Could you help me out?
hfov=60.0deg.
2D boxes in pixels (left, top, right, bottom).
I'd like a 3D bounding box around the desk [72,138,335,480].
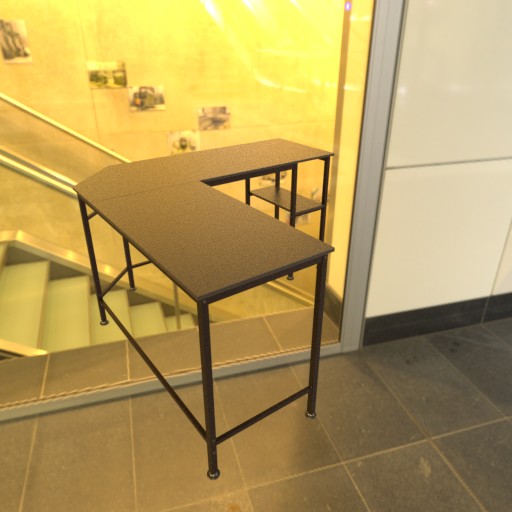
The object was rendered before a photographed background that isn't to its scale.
[{"bbox_3d":[0.000,0.000,2.181,1.379,0.739,1.379,-18,32,-32],"label":"desk"}]
